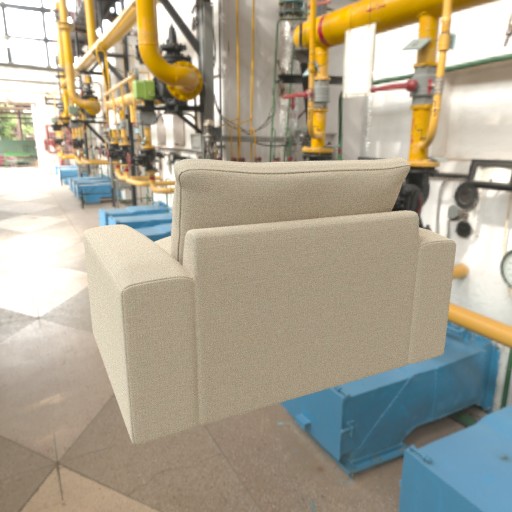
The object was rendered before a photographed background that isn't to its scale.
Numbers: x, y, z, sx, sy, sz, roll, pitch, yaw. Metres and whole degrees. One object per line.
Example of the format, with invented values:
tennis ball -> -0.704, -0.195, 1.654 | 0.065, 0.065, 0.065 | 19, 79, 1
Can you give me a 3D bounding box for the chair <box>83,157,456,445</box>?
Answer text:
chair -> 0.000, 0.000, 2.049 | 1.398, 0.915, 1.039 | -7, 16, -26
